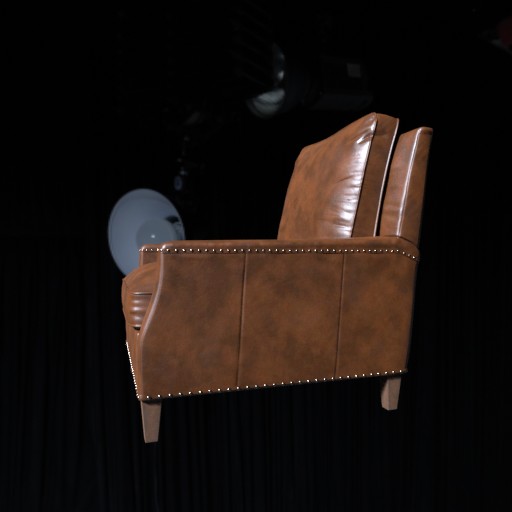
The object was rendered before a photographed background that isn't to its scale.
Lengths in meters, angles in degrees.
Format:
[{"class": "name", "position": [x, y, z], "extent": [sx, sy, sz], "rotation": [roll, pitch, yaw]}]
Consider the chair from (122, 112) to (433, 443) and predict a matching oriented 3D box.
[{"class": "chair", "position": [0.000, 0.000, 1.784], "extent": [1.035, 1.054, 0.854], "rotation": [0, 1, -19]}]
